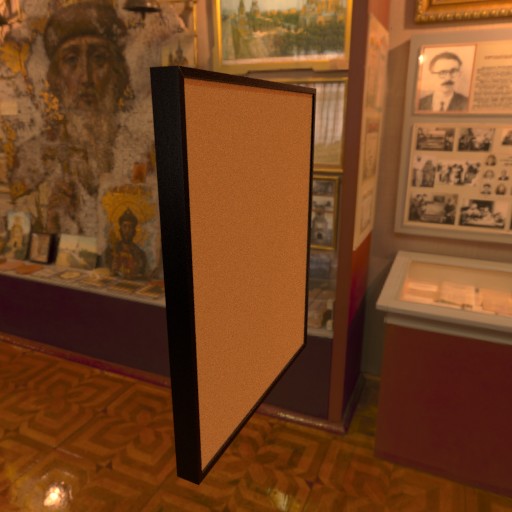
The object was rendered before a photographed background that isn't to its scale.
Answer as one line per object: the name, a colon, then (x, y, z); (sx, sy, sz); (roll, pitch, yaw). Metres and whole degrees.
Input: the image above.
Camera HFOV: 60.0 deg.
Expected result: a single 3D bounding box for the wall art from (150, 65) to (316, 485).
wall art: (0.000, 0.000, 0.750); (0.039, 0.553, 0.451); (8, 19, 25)
